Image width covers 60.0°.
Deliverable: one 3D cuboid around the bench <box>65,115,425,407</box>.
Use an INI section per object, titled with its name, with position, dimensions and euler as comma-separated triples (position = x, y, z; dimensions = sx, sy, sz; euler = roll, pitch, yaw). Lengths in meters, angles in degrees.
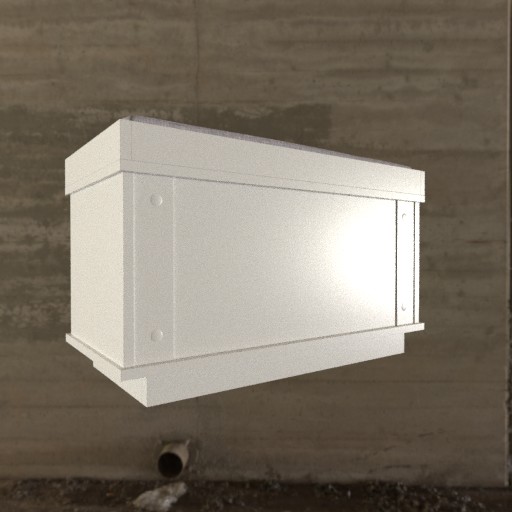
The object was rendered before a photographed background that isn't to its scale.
[bench]
position = 0.000, 0.000, 0.999
dimensions = 0.734, 0.461, 0.362
euler = 0, 1, -35
